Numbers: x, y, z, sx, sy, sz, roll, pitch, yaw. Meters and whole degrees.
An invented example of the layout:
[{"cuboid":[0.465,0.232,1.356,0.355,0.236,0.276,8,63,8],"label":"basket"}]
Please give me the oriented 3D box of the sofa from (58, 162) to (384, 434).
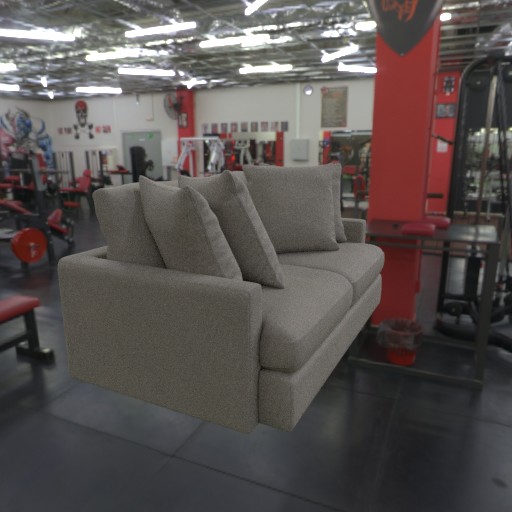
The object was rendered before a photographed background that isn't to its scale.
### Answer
[{"cuboid":[0.000,0.000,2.666,1.228,1.080,1.869,7,15,26],"label":"sofa"}]
